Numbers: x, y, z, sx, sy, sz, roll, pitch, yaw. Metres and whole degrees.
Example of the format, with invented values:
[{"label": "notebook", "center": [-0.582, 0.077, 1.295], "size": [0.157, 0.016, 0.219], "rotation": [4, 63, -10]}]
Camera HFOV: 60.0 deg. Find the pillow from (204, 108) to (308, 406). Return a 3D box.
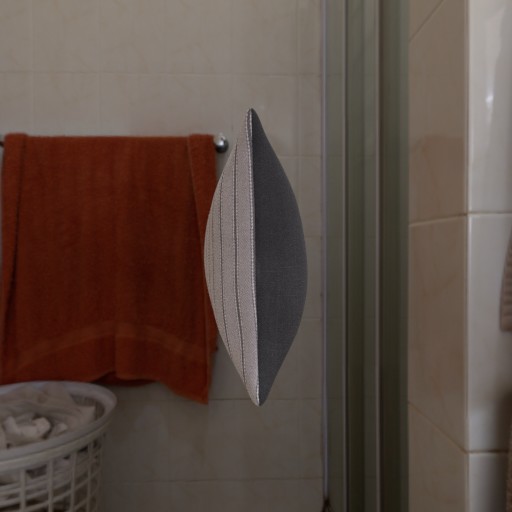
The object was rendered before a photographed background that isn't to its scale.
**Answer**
[{"label": "pillow", "center": [0.000, 0.000, 0.745], "size": [0.151, 0.305, 0.609], "rotation": [0, 1, 1]}]
